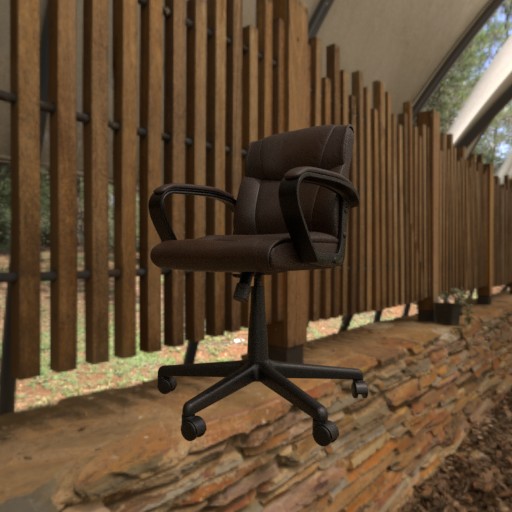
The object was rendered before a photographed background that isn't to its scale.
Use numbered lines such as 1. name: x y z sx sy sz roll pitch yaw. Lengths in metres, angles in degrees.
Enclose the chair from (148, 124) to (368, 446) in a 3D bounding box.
1. chair: 0.000 0.000 1.505 0.739 1.004 0.717 0 0 35
